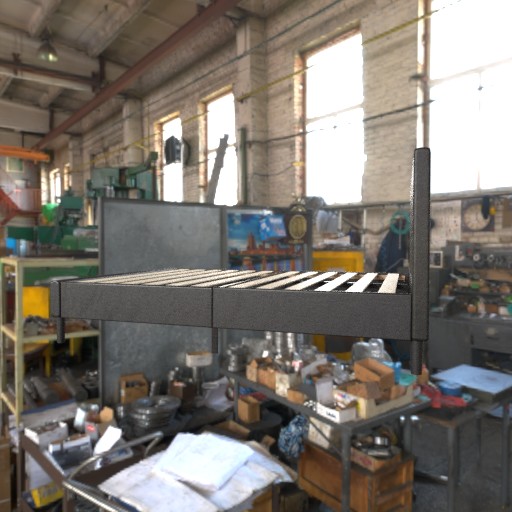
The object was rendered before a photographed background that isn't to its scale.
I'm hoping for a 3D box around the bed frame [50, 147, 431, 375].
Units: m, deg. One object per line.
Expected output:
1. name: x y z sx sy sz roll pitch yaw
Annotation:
1. bed frame: 0.000 0.000 3.042 2.152 1.046 1.469 1 2 19
